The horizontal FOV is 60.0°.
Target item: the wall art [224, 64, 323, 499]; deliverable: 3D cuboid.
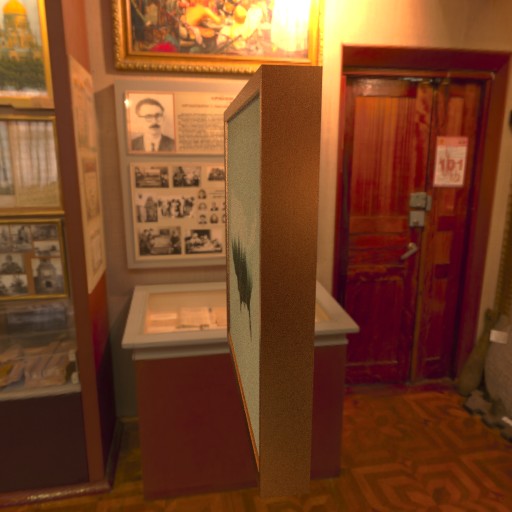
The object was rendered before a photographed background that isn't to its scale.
[{"bbox_3d":[0.000,0.000,0.448,0.038,0.304,0.304,-2,13,-8],"label":"wall art"}]
